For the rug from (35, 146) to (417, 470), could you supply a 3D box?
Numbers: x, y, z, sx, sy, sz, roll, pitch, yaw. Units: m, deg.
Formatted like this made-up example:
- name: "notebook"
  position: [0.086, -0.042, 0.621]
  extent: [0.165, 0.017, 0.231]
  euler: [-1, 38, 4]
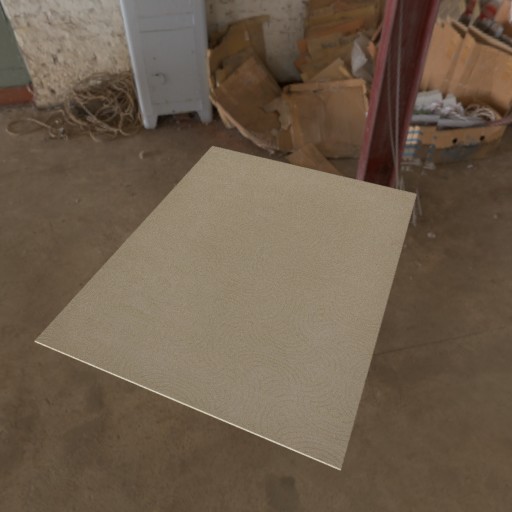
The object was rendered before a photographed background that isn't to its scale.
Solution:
- name: "rug"
  position: [0.000, 0.000, 3.463]
  extent: [2.073, 0.011, 2.584]
  euler: [17, 48, 16]
